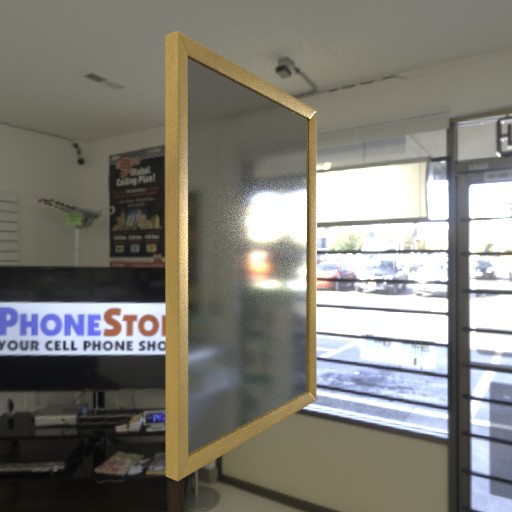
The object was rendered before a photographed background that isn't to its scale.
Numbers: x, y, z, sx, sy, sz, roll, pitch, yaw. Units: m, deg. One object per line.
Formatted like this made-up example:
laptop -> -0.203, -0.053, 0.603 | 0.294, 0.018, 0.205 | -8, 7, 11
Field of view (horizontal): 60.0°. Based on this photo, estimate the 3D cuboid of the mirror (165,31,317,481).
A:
mirror -> 0.000, 0.000, 1.160 | 0.040, 0.915, 0.609 | 0, 0, 35
